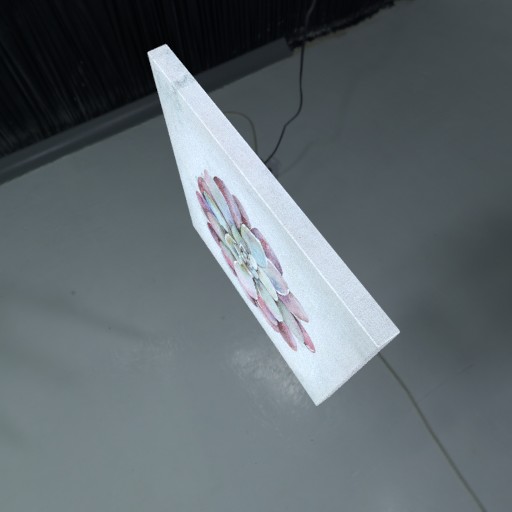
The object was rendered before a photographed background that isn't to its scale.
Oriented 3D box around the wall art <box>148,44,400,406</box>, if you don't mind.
[{"bbox_3d":[0.000,0.000,0.924,0.044,0.605,0.605,-31,69,-13],"label":"wall art"}]
